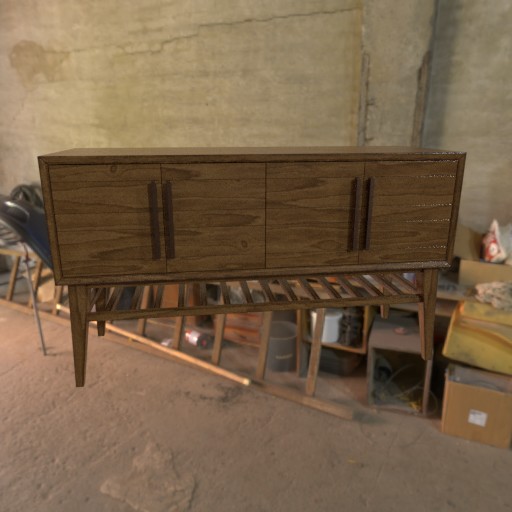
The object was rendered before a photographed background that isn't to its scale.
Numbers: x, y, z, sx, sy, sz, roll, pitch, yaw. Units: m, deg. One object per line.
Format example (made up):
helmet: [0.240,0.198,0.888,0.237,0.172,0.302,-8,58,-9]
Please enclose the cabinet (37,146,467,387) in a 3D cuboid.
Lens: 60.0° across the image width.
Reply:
cabinet: [0.000,0.000,1.724,1.363,0.802,0.477,-2,17,-8]
